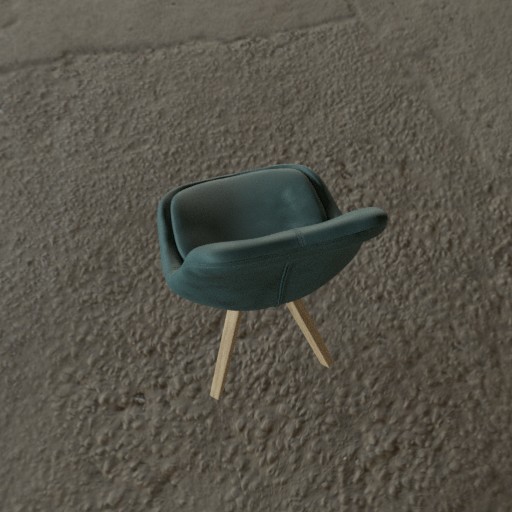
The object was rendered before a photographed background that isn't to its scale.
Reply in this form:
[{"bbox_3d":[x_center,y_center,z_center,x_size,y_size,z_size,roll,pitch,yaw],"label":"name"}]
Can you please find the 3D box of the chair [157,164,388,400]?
[{"bbox_3d":[0.000,0.000,1.180,0.483,0.865,0.547,-14,58,-9],"label":"chair"}]
